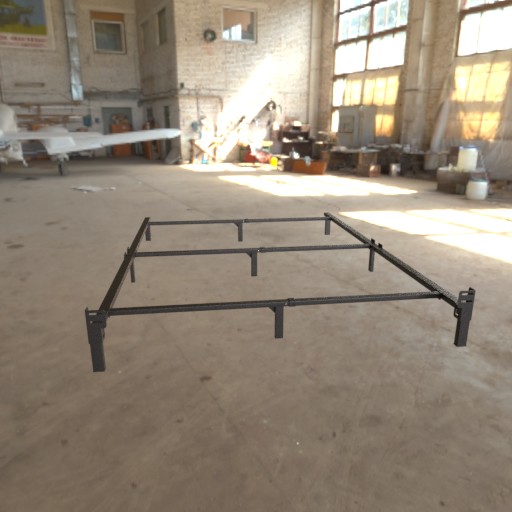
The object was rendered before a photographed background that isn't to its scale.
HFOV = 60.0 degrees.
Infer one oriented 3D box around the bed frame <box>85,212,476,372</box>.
[{"bbox_3d":[0.000,0.000,2.641,1.498,0.248,1.990,-2,17,-7],"label":"bed frame"}]
